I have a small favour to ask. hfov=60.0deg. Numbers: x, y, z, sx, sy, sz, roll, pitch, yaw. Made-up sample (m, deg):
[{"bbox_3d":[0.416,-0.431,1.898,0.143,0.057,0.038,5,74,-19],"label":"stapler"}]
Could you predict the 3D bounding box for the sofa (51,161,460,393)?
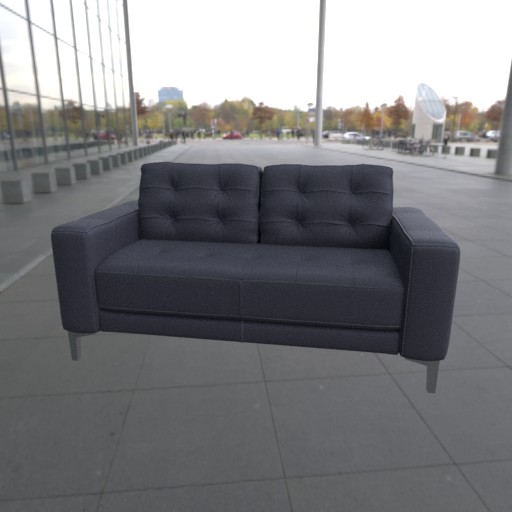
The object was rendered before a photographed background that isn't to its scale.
[{"bbox_3d":[0.000,0.000,2.219,1.726,0.893,0.833,3,16,9],"label":"sofa"}]
